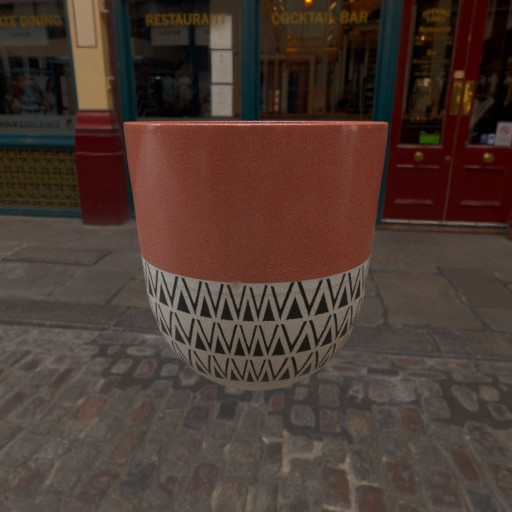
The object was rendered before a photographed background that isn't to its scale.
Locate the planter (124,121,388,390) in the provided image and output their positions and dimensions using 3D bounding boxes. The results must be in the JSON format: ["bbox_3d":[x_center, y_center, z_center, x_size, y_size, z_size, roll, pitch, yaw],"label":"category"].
[{"bbox_3d":[0.000,0.000,0.370,0.195,0.214,0.195,0,17,0],"label":"planter"}]
